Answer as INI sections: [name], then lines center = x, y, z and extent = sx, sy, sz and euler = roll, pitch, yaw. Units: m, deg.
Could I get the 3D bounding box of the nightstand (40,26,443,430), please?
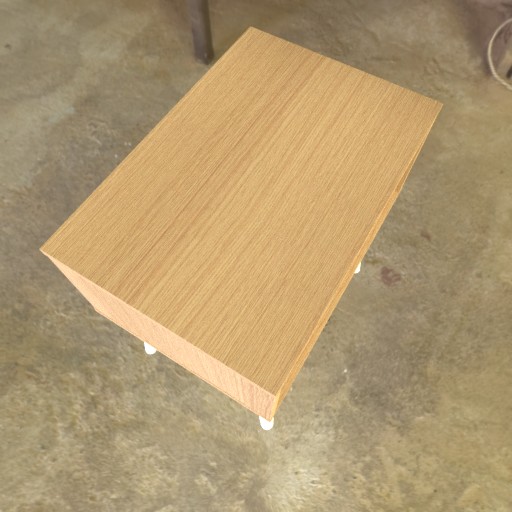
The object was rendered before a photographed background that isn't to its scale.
[nightstand]
center = 0.000, 0.000, 0.969
extent = 0.407, 0.610, 0.571
euler = 29, 66, 14
